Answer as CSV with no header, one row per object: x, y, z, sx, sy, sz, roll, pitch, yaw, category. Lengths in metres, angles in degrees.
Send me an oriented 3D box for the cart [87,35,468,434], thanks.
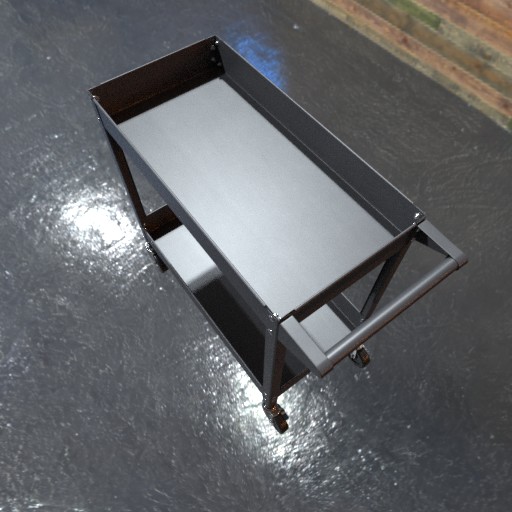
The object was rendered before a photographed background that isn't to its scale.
0.000,0.000,1.156,0.366,0.719,0.779,-33,64,-18,cart
